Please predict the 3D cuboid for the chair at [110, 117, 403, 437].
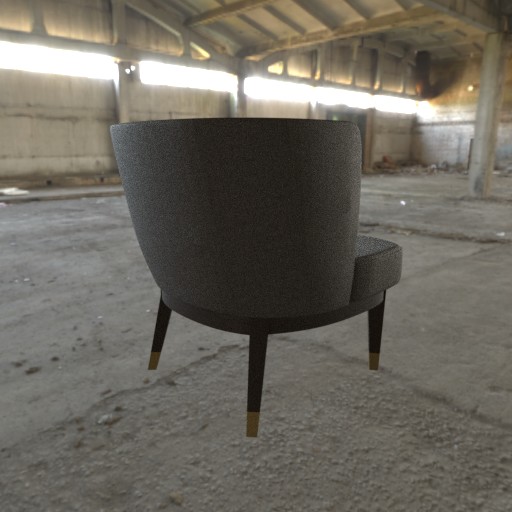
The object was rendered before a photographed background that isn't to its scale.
[{"bbox_3d":[0.000,0.000,1.239,0.698,0.695,0.639,-12,18,-42],"label":"chair"}]
